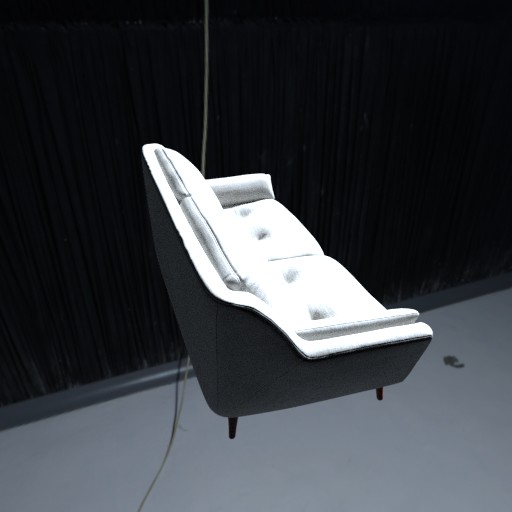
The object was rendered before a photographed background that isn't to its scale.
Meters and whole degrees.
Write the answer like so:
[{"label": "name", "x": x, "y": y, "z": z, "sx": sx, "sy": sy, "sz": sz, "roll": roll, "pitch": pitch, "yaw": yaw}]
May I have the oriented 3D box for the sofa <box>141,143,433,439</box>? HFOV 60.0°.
[{"label": "sofa", "x": 0.000, "y": 0.000, "z": 2.485, "sx": 0.976, "sy": 0.897, "sz": 1.930, "roll": -11, "pitch": 33, "yaw": -17}]
